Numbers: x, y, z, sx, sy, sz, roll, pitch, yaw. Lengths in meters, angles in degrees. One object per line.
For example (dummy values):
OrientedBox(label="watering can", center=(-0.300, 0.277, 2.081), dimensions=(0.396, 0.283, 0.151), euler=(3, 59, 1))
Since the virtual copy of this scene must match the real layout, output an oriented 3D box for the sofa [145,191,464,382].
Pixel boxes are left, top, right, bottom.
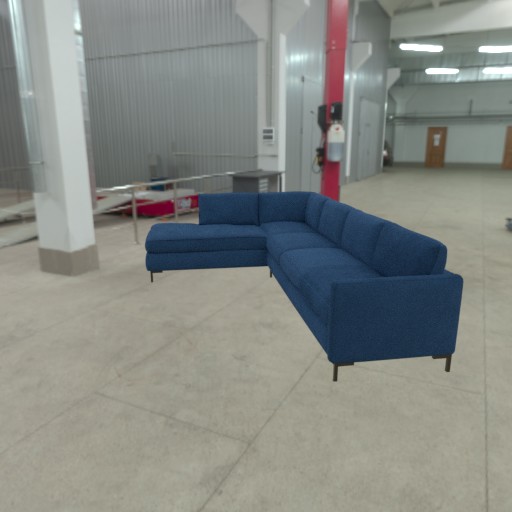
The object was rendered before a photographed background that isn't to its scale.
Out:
OrientedBox(label="sofa", center=(0.000, 0.000, 3.853), dimensions=(2.007, 0.815, 2.949), euler=(-2, 15, -9))
